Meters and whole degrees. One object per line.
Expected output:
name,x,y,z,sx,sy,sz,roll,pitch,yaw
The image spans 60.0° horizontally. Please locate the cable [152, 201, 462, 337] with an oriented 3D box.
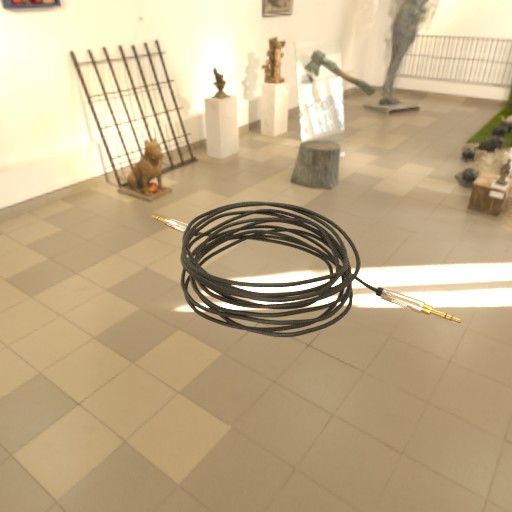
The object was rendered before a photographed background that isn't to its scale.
cable,0.000,0.000,0.503,0.432,0.069,0.198,21,37,30
